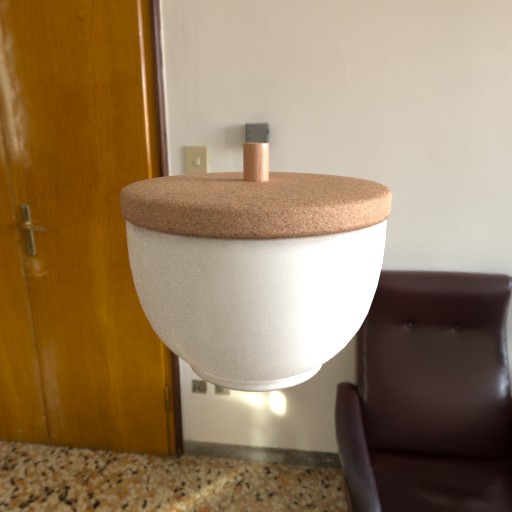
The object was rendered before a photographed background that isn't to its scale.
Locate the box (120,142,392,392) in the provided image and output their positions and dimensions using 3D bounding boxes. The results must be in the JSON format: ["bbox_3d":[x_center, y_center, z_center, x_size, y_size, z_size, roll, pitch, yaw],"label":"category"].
[{"bbox_3d":[0.000,0.000,0.190,0.107,0.094,0.107,0,16,0],"label":"box"}]
